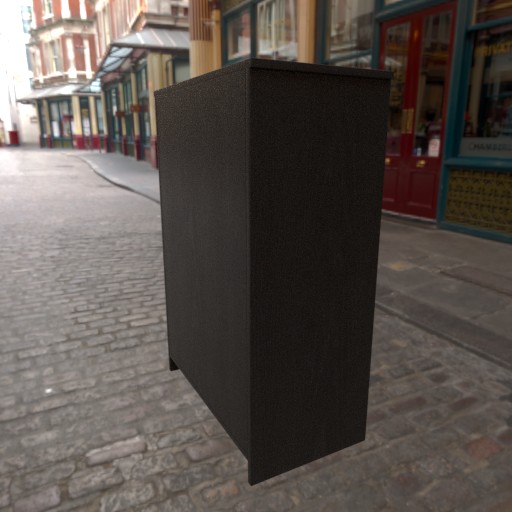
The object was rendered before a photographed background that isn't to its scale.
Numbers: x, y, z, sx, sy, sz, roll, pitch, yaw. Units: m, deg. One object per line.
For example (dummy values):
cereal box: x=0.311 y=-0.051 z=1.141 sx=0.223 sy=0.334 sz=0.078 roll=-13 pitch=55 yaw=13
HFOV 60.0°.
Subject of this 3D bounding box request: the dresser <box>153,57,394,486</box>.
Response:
dresser: x=0.000 y=0.000 z=1.393 sx=0.398 sy=1.020 sz=0.700 roll=-8 pitch=16 yaw=-27
